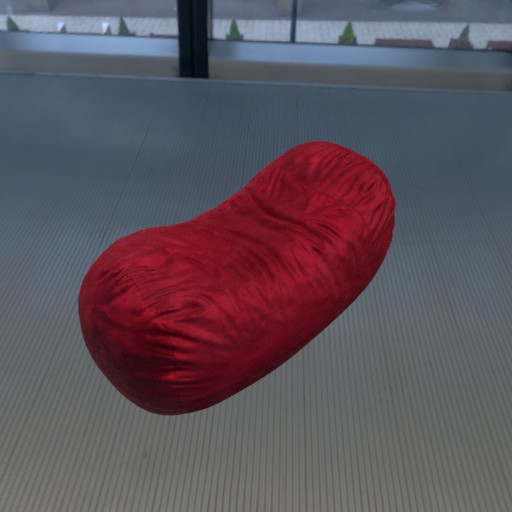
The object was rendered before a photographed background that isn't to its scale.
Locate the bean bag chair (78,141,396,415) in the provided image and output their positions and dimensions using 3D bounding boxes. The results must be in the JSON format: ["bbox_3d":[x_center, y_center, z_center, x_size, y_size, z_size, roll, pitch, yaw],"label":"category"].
[{"bbox_3d":[0.000,0.000,2.881,2.293,0.867,1.216,-34,55,-28],"label":"bean bag chair"}]
